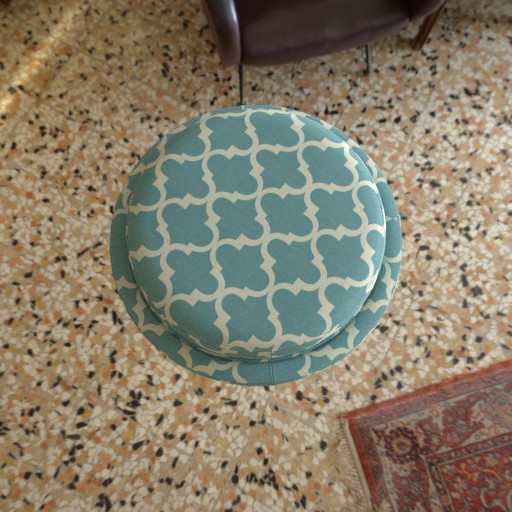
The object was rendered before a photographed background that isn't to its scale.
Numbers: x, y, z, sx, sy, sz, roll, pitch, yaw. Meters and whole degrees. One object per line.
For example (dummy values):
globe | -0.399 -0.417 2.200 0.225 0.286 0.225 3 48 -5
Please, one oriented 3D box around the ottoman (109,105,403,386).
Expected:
ottoman | 0.000 0.000 0.851 0.480 0.429 0.480 0 75 0
